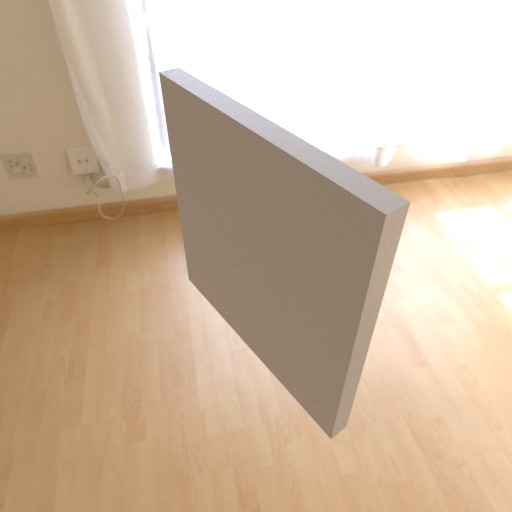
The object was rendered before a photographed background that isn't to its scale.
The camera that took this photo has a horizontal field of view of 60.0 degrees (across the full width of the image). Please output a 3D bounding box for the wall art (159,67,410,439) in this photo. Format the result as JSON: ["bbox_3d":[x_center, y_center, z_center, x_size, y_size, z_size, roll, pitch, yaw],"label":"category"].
[{"bbox_3d":[0.000,0.000,0.554,0.027,0.355,0.355,-27,49,-26],"label":"wall art"}]
